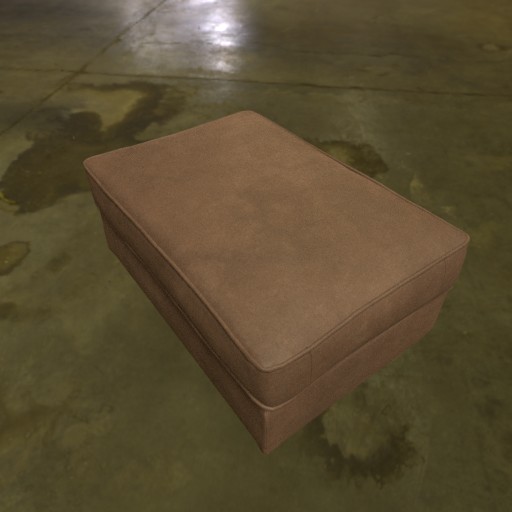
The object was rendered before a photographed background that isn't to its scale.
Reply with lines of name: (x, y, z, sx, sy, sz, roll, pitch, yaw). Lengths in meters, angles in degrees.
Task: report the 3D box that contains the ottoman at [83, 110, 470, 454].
ottoman: (0.000, 0.000, 1.215, 0.596, 0.481, 0.860, -26, 48, -26)
